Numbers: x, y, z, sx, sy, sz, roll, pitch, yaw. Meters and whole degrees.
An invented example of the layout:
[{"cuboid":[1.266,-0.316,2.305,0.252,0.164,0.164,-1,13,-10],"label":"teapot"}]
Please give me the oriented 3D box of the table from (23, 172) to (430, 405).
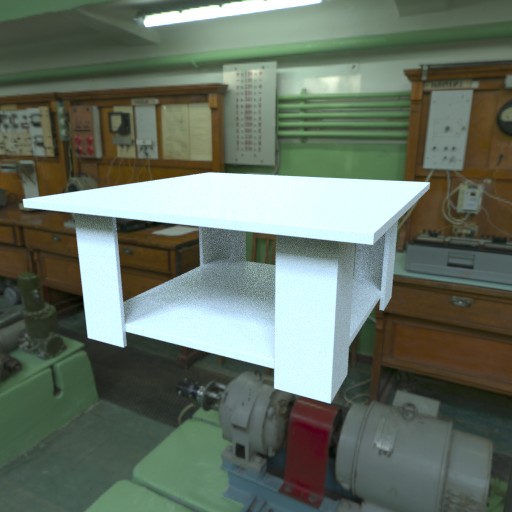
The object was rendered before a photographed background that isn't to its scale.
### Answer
[{"cuboid":[0.000,0.000,1.040,0.670,0.305,0.670,8,17,25],"label":"table"}]
